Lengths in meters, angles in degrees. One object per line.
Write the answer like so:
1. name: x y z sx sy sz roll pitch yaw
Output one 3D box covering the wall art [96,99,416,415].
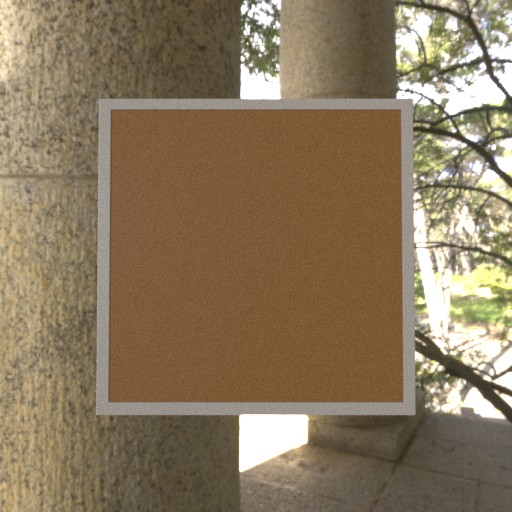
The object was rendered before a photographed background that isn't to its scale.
1. wall art: 0.000 0.000 0.445 0.305 0.305 0.038 0 -1 0
